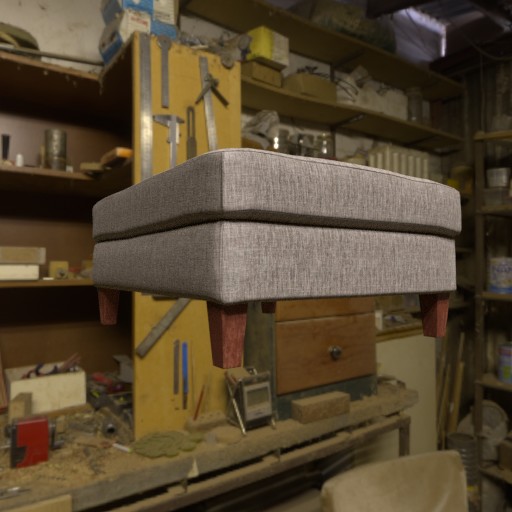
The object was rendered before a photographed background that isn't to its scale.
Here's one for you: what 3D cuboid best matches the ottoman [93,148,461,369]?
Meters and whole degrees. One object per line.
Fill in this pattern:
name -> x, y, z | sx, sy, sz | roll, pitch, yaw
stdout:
ottoman -> 0.000, 0.000, 1.481 | 0.839, 0.492, 0.994 | 1, -2, -34
